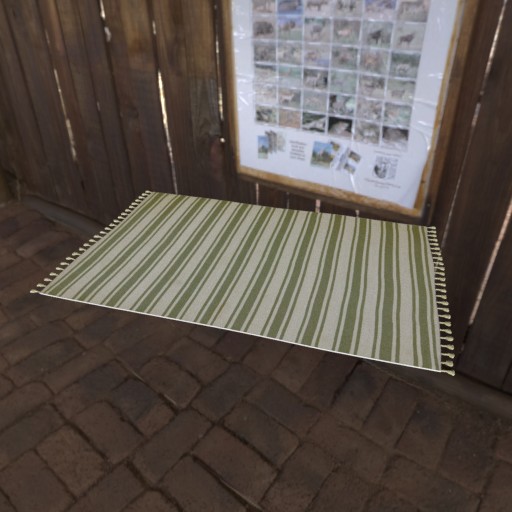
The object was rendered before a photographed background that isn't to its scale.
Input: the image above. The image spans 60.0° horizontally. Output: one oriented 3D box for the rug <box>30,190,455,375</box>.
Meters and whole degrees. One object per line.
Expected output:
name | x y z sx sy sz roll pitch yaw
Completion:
rug | 0.000 0.000 2.313 1.875 0.013 1.162 9 34 13
